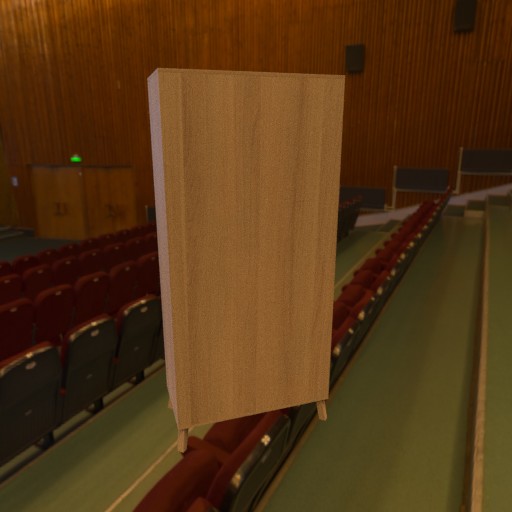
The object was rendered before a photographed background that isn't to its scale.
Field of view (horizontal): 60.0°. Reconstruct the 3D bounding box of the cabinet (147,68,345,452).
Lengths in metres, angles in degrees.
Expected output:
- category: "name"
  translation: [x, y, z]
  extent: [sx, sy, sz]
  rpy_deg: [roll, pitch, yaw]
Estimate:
- category: "cabinet"
  translation: [0.000, 0.000, 2.640]
  extent: [0.969, 1.957, 1.272]
  rpy_deg: [8, 18, 25]
